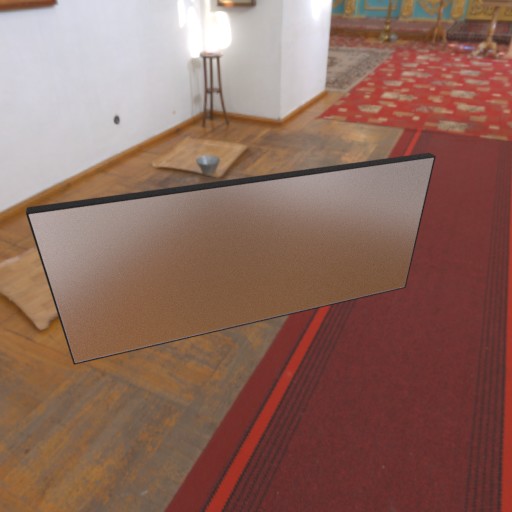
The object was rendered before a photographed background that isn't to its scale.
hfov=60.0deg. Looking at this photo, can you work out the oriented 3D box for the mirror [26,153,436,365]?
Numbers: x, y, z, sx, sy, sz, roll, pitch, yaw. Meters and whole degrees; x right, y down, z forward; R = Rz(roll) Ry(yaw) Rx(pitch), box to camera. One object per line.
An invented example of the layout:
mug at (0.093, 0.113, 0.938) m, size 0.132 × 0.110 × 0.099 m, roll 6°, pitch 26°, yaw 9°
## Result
mirror at (0.000, 0.000, 1.849) m, size 1.584 × 0.692 × 0.047 m, roll -11°, pitch 34°, yaw -16°
